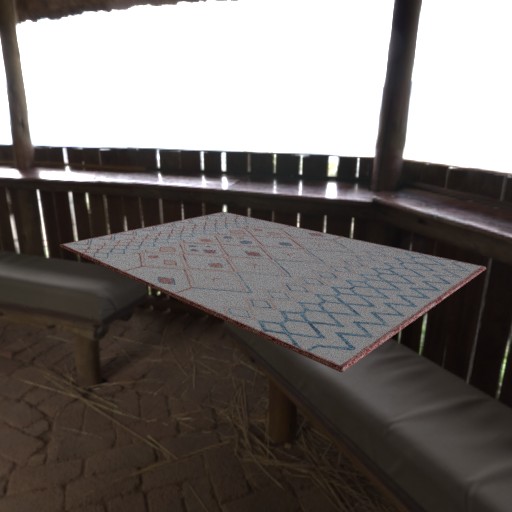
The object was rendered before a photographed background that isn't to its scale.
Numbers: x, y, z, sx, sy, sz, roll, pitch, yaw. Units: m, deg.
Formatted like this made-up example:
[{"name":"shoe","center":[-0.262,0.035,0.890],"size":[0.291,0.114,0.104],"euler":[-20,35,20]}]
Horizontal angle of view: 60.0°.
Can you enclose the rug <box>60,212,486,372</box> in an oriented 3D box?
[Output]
[{"name":"rug","center":[0.000,0.000,2.262],"size":[1.829,0.016,1.219],"euler":[16,24,41]}]
